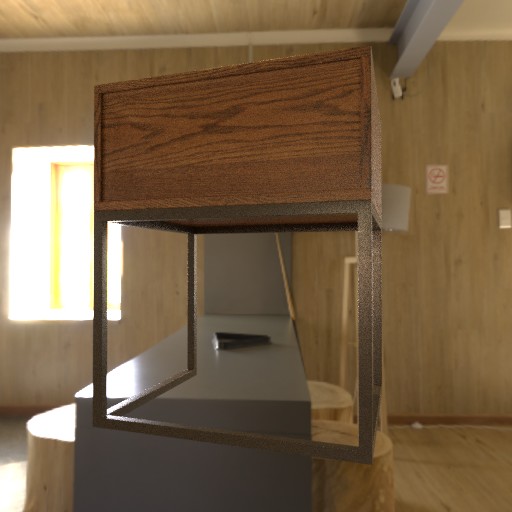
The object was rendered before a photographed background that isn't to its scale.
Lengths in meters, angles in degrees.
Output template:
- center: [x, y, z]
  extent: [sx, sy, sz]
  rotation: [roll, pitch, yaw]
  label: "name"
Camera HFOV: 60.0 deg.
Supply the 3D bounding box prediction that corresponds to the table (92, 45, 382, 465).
- center: [0.000, 0.000, 0.907]
  extent: [0.482, 0.610, 0.400]
  rotation: [0, -1, 18]
  label: "table"
